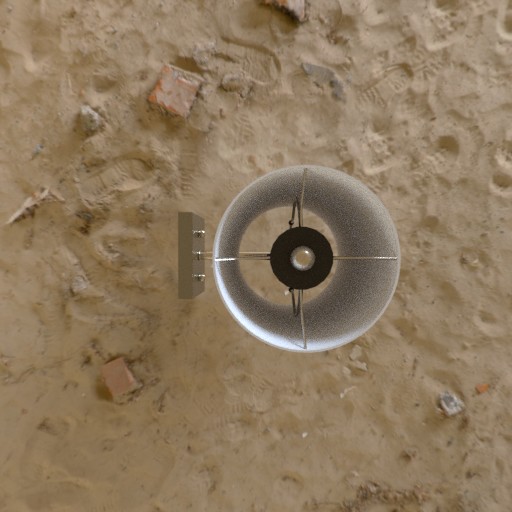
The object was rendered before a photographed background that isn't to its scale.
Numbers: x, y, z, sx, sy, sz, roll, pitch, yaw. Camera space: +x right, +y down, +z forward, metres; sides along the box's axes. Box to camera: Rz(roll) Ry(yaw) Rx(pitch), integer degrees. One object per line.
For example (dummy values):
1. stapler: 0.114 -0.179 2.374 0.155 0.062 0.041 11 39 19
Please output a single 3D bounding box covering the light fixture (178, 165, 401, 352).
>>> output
1. light fixture: 0.000 0.000 0.534 0.208 0.462 0.128 0 91 1
